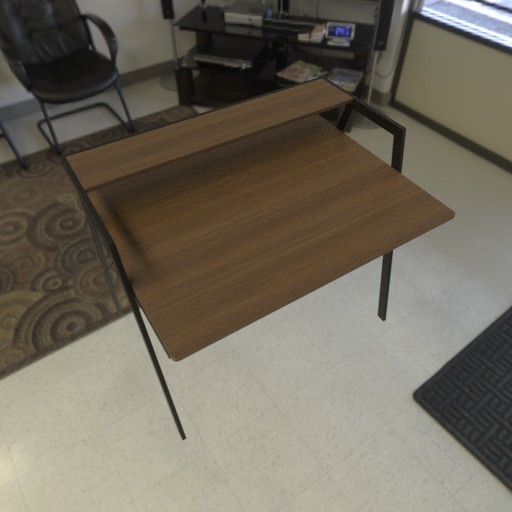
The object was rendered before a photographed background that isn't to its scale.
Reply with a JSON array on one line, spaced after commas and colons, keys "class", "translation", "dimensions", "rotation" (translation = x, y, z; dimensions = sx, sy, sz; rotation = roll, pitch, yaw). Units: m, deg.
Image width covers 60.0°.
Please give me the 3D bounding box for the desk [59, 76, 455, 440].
[{"class": "desk", "translation": [0.000, 0.000, 1.886], "dimensions": [1.143, 0.998, 0.936], "rotation": [-25, 52, -21]}]
